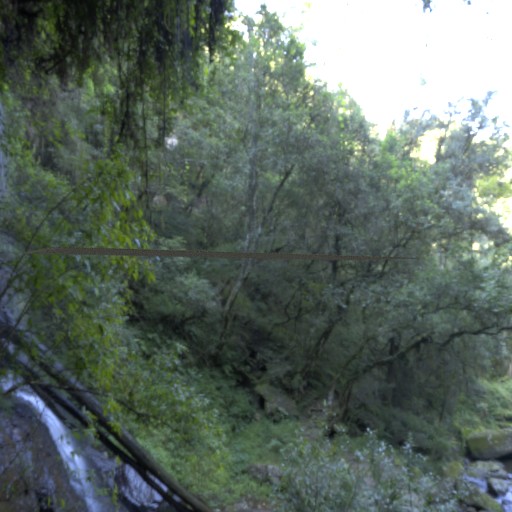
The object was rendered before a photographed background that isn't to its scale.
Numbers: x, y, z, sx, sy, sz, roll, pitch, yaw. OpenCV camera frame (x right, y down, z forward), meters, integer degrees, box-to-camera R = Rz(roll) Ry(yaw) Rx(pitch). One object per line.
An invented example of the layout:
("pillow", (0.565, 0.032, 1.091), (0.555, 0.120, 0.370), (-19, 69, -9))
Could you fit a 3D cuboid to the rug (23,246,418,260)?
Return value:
("rug", (0.000, 0.000, 2.701), (2.437, 0.006, 0.686), (1, -2, -38))
